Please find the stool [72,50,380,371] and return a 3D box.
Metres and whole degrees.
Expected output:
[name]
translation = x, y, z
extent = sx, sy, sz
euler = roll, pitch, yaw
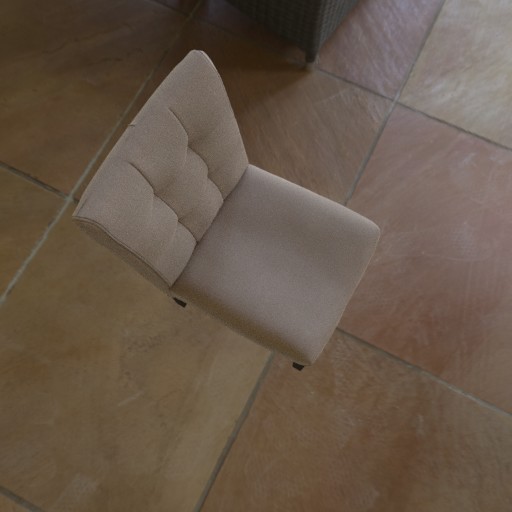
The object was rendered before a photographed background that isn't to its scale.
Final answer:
[stool]
translation = 0.000, 0.000, 1.211
extent = 0.571, 0.885, 0.427
euler = 29, 77, 8
